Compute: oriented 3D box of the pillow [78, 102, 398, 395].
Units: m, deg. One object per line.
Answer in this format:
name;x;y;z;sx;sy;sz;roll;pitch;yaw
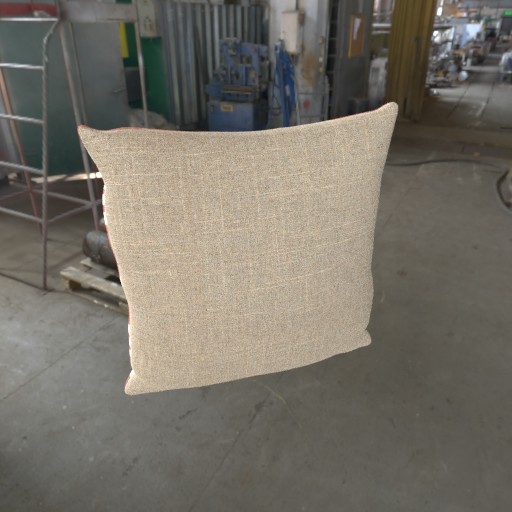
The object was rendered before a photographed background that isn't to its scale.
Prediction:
pillow;0.000;0.000;0.670;0.439;0.427;0.182;-8;29;-15
